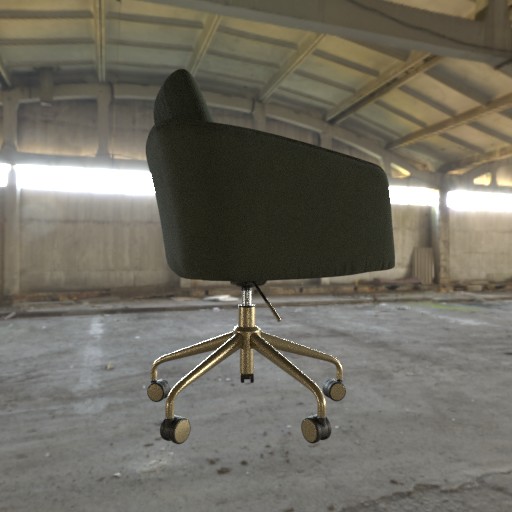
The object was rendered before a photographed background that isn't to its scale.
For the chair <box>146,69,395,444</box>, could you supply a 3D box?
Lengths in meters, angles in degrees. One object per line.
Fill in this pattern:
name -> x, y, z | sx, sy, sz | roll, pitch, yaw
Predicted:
chair -> 0.000, 0.000, 1.329 | 0.635, 0.908, 0.641 | 0, -1, -19
